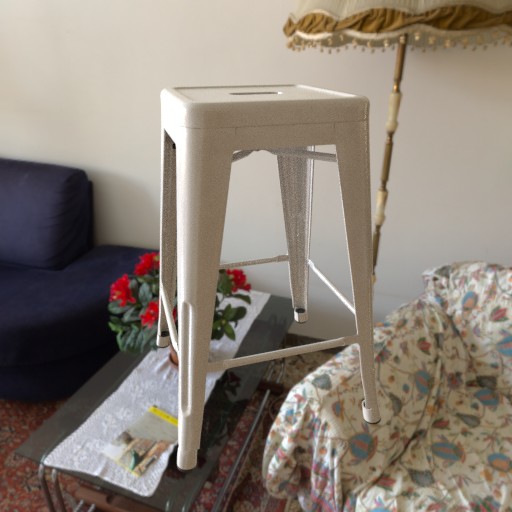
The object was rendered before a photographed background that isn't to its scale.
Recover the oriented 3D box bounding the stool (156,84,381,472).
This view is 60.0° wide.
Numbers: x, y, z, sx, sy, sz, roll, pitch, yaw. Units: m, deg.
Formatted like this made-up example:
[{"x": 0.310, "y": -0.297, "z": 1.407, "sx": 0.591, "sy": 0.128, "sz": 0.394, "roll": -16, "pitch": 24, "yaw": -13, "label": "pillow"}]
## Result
[{"x": 0.000, "y": 0.000, "z": 0.872, "sx": 0.406, "sy": 0.610, "sz": 0.406, "roll": -7, "pitch": 26, "yaw": -15, "label": "stool"}]
